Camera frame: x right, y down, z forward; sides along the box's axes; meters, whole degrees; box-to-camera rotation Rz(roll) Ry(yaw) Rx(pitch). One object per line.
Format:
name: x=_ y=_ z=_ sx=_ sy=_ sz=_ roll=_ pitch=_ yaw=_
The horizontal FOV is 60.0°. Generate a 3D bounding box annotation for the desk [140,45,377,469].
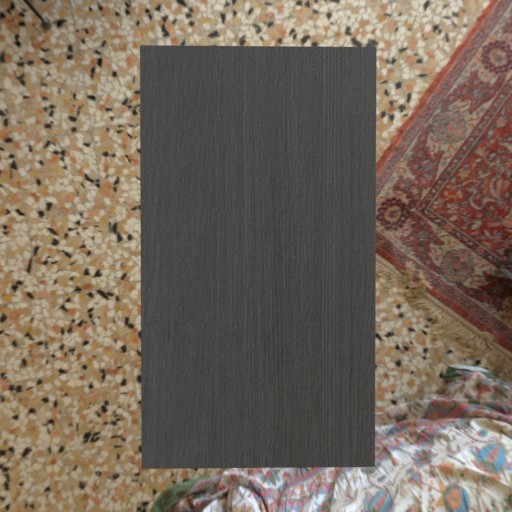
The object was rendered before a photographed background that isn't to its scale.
desk: x=0.000 y=0.000 z=1.299 sx=0.498 sy=0.724 sz=0.893 roll=0 pitch=91 yaw=-1
